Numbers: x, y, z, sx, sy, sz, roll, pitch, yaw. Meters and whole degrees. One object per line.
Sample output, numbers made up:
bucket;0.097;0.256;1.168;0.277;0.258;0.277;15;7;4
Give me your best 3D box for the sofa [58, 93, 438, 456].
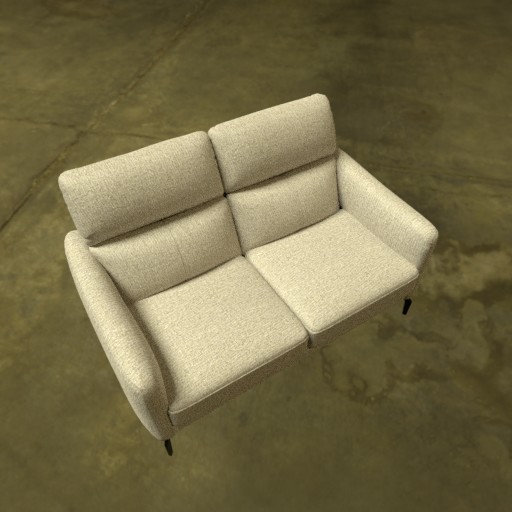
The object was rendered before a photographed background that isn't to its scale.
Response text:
sofa;0.000;0.000;2.073;1.540;0.950;0.905;-24;50;-22
